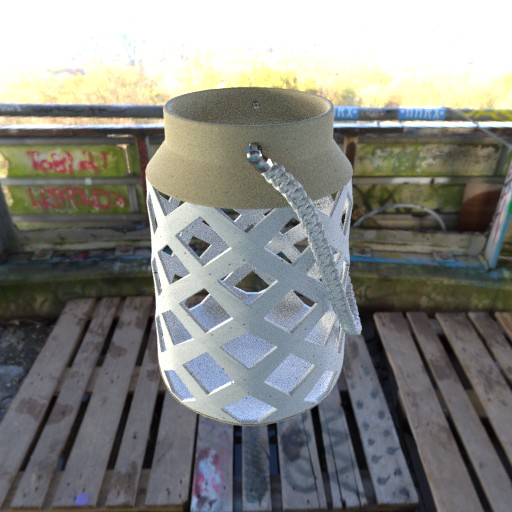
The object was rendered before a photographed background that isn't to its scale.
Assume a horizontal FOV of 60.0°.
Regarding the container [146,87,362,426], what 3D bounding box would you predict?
[{"bbox_3d":[0.000,0.000,0.396,0.198,0.264,0.188,0,32,0],"label":"container"}]
